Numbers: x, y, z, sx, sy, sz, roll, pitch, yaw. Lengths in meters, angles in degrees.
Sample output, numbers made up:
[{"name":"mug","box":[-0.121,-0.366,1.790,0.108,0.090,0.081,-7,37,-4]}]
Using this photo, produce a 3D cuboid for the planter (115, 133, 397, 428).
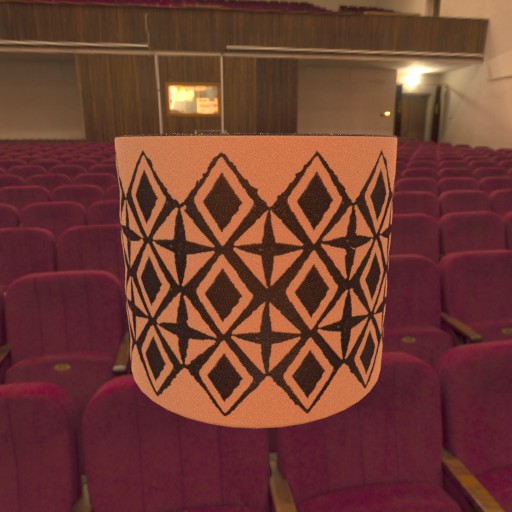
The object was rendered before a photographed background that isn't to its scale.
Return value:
[{"name":"planter","box":[0.000,0.000,0.277,0.159,0.144,0.159,0,14,0]}]
